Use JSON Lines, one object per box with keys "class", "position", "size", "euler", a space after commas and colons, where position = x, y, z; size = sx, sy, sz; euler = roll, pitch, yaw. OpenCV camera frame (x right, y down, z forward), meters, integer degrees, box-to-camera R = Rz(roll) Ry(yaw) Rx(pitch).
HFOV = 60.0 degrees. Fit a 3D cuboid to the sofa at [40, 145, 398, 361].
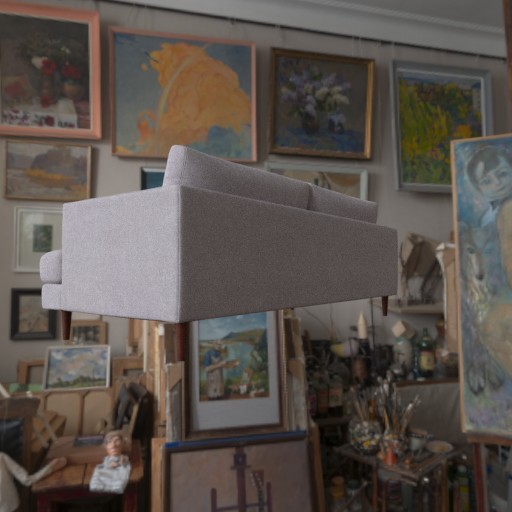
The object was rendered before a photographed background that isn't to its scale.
{"class": "sofa", "position": [0.000, 0.000, 2.795], "size": [1.020, 0.868, 2.250], "euler": [-1, -2, 38]}
